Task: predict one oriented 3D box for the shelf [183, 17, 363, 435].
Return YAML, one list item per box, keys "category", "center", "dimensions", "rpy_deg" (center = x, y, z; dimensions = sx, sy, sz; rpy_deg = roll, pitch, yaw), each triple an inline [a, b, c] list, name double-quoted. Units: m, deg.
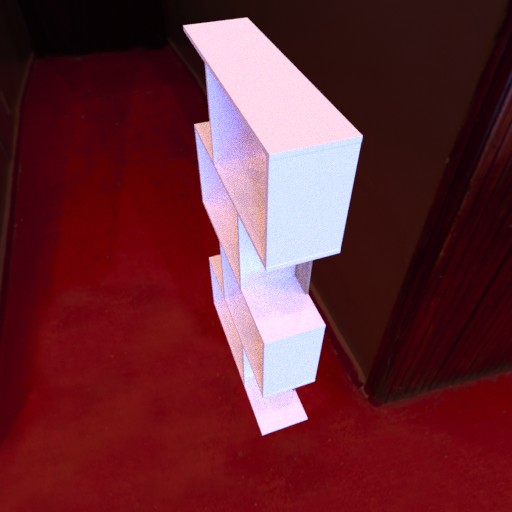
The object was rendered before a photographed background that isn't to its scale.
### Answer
- category: "shelf"
  center: [0.000, 0.000, 1.956]
  dimensions: [0.250, 1.650, 0.890]
  rpy_deg: [-14, 48, -13]
